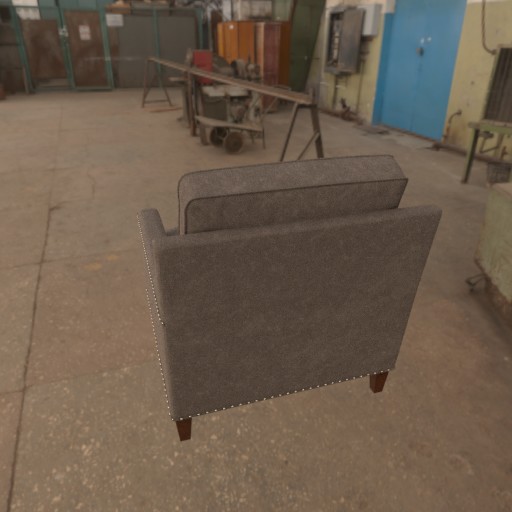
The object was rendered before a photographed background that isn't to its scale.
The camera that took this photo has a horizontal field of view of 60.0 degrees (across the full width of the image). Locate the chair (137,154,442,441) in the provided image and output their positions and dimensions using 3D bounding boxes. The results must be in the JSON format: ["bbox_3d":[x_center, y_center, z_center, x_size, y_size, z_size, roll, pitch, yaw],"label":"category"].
[{"bbox_3d":[0.000,0.000,1.767,0.853,0.948,1.014,-8,28,-16],"label":"chair"}]
